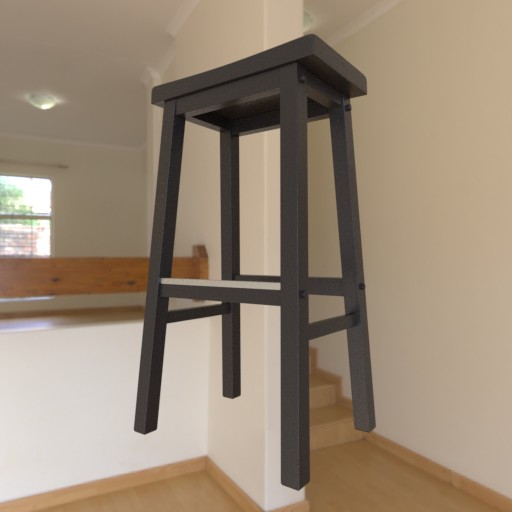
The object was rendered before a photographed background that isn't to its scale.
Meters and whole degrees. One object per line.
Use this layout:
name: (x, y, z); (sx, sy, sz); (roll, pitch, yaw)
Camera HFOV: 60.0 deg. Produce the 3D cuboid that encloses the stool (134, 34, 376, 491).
stool: (0.000, 0.000, 0.946); (0.406, 0.742, 0.322); (0, 0, 36)
